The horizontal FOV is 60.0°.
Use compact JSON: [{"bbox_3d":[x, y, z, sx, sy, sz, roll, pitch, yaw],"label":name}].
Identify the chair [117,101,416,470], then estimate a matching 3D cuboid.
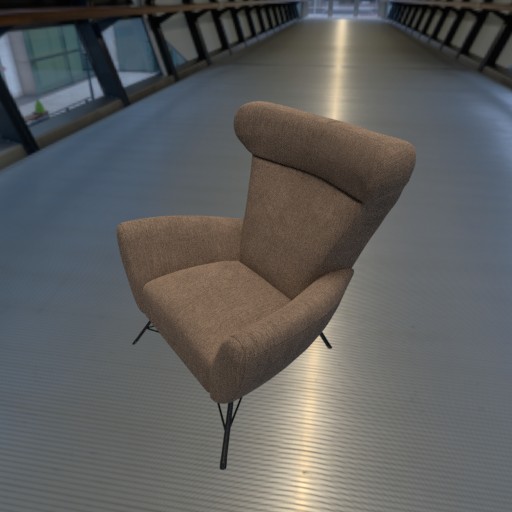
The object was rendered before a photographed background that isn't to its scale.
[{"bbox_3d":[0.000,0.000,1.803,0.900,1.040,0.980,-20,37,-30],"label":"chair"}]
